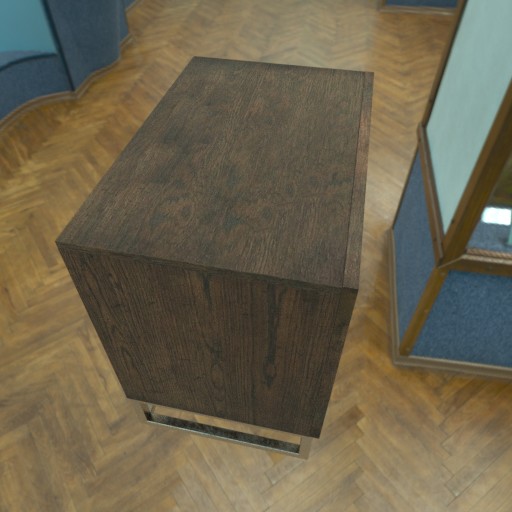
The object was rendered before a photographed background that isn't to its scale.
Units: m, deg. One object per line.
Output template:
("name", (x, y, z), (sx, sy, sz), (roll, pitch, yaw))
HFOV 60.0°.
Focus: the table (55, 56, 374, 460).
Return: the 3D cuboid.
("table", (0.000, 0.000, 1.231), (0.542, 0.746, 0.767), (9, 47, 8))
